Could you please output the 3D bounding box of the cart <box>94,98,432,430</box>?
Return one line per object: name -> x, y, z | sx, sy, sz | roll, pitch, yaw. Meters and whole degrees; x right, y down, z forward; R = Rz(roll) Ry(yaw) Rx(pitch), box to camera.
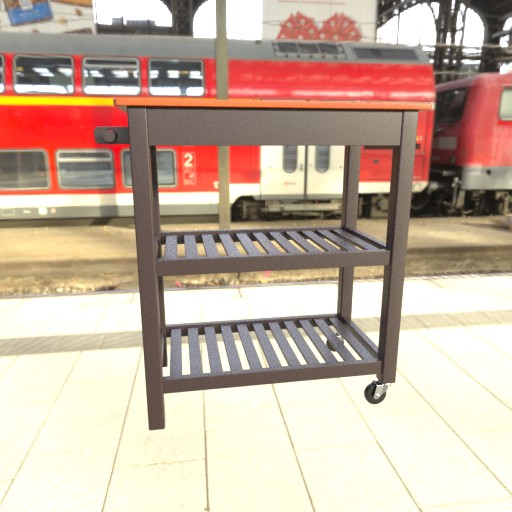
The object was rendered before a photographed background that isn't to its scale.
cart -> 0.000, 0.000, 1.456 | 0.899, 0.927, 0.457 | -2, 14, -10
